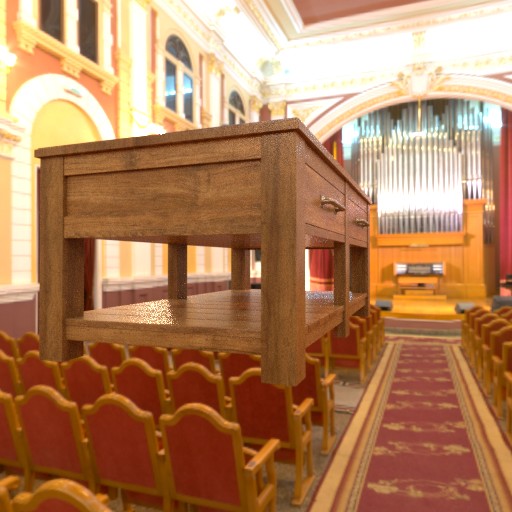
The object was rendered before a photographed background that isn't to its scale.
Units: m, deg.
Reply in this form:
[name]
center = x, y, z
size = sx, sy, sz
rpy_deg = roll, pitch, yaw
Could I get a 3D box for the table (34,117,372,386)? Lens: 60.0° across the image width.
[table]
center = 0.000, 0.000, 1.424
size = 0.635, 0.480, 1.150
rpy_deg = 0, -1, 21
